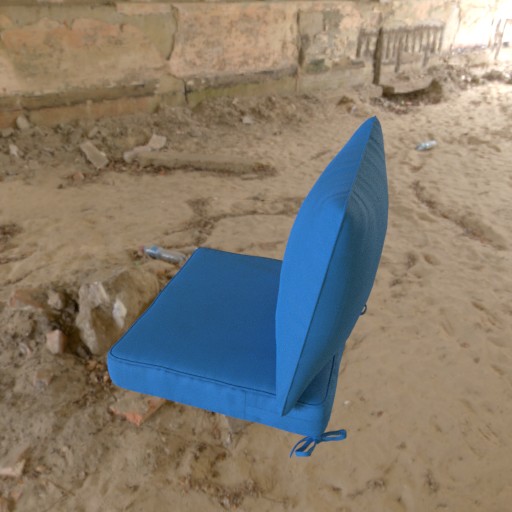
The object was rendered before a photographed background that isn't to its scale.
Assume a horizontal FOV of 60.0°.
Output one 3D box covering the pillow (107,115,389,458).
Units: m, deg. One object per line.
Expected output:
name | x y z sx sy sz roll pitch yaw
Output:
pillow | 0.000 0.000 1.355 0.733 0.725 0.798 9 32 15
